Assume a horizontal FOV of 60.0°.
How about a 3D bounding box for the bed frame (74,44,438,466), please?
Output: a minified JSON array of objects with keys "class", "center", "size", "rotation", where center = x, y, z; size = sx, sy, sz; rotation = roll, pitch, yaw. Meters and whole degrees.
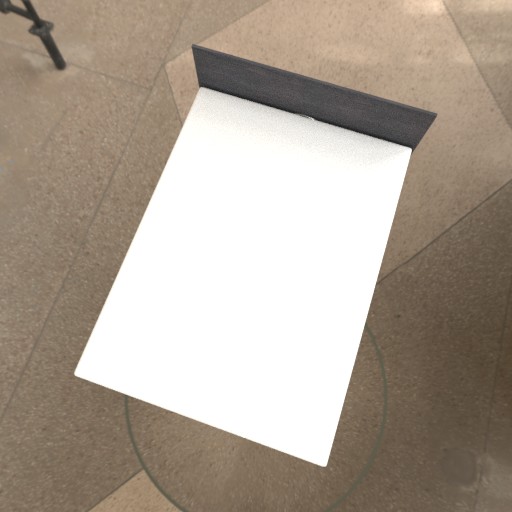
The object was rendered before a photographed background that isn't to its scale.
[{"class":"bed frame","center":[0.000,0.000,2.556],"size":[1.400,0.800,1.900],"rotation":[18,74,5]}]
